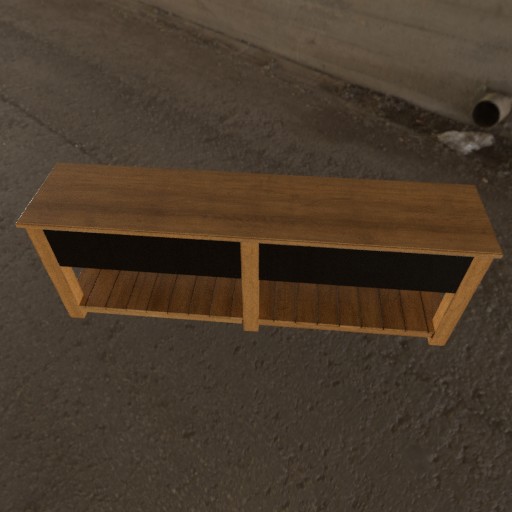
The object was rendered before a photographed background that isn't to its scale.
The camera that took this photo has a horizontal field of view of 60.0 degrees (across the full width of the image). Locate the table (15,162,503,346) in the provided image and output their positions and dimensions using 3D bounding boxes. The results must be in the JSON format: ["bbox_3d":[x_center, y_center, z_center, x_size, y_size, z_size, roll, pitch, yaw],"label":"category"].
[{"bbox_3d":[0.000,0.000,2.013,1.815,0.635,0.425,4,47,4],"label":"table"}]
